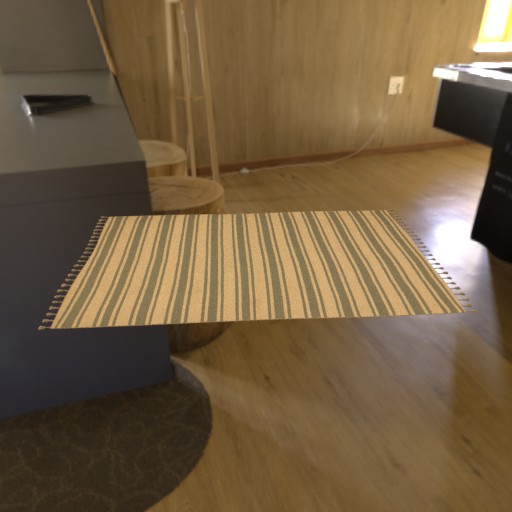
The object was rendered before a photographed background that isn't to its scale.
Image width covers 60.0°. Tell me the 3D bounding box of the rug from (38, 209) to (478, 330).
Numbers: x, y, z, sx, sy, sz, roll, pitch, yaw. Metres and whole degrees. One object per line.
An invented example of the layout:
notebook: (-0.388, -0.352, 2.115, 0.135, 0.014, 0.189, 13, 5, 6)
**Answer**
rug: (0.000, 0.000, 2.595, 2.084, 0.009, 1.222, -2, 30, -3)
